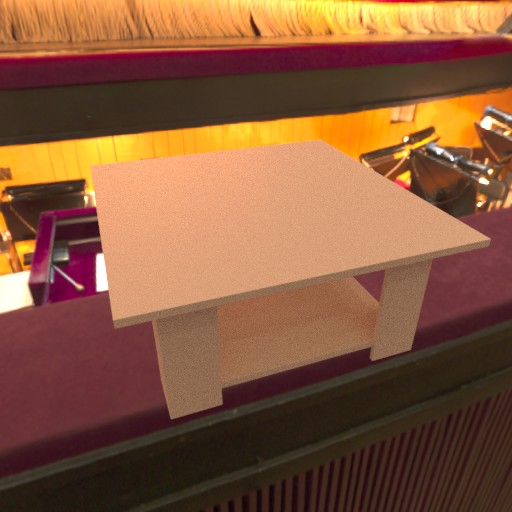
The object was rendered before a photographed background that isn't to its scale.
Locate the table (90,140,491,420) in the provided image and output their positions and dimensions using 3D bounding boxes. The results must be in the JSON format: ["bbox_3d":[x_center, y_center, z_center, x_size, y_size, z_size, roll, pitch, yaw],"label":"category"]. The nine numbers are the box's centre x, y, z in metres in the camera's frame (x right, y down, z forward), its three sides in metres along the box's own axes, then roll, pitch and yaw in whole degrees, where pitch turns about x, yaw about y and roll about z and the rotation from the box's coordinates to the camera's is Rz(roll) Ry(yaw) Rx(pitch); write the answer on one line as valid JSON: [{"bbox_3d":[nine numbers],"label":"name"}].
[{"bbox_3d":[0.000,0.000,1.061,0.670,0.305,0.670,-11,33,-17],"label":"table"}]
